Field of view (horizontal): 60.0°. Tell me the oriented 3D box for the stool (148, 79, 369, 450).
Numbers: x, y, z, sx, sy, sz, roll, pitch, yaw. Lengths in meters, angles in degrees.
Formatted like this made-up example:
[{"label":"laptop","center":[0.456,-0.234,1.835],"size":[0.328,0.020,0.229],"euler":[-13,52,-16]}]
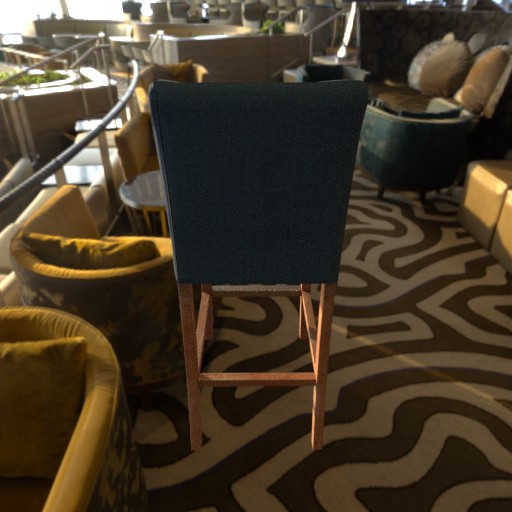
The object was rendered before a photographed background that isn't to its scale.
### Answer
[{"label":"stool","center":[0.000,0.000,1.353],"size":[0.454,1.088,0.574],"euler":[0,30,0]}]
